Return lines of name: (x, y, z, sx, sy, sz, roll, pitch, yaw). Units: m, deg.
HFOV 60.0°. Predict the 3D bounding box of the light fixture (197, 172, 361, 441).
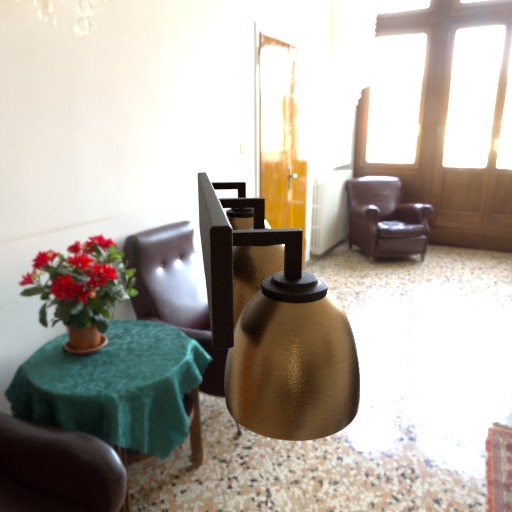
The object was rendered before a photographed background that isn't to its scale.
light fixture: (0.000, 0.000, 0.663, 0.157, 0.204, 0.582, -2, 16, -8)
